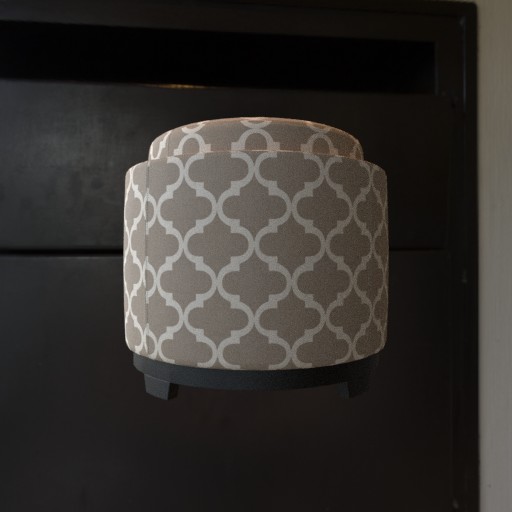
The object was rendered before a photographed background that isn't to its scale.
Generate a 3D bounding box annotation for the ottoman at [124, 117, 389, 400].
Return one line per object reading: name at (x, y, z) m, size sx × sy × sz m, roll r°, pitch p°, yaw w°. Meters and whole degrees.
ottoman at (0.000, 0.000, 0.838) m, size 0.480 × 0.429 × 0.480 m, roll 0°, pitch 0°, yaw 0°
